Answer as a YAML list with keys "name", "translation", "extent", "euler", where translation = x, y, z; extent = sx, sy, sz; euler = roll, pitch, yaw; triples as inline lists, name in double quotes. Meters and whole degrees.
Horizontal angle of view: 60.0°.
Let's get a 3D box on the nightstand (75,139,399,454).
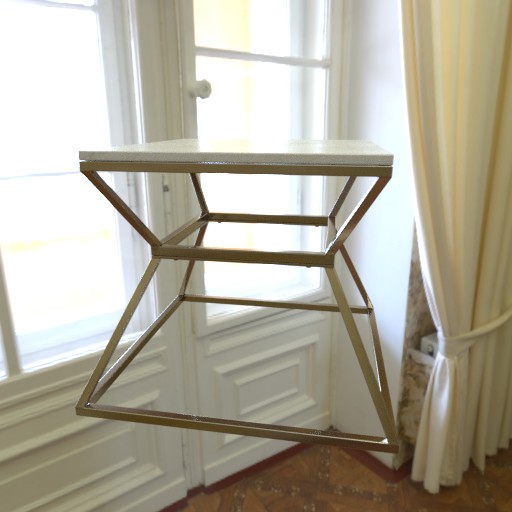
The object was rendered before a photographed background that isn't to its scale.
- name: "nightstand"
  translation: [0.000, 0.000, 0.871]
  extent: [0.514, 0.426, 0.513]
  euler: [3, 17, 10]
